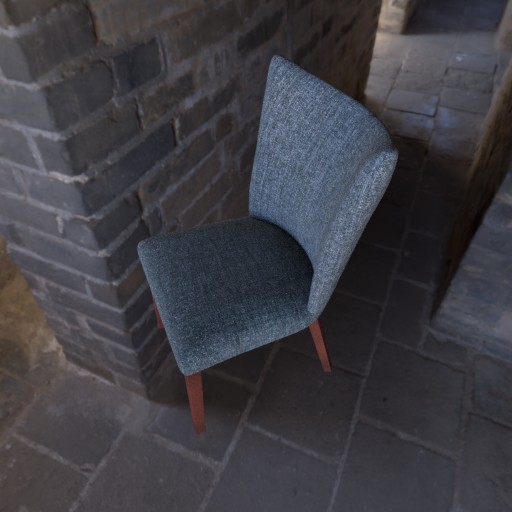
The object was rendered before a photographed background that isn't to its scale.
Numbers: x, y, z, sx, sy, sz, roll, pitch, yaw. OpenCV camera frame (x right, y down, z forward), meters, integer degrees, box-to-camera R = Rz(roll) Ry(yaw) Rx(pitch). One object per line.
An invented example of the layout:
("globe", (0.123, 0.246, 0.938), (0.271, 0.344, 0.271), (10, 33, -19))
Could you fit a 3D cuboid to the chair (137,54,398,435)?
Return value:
("chair", (0.000, 0.000, 1.305), (0.623, 0.924, 0.535), (-17, 48, -16))
